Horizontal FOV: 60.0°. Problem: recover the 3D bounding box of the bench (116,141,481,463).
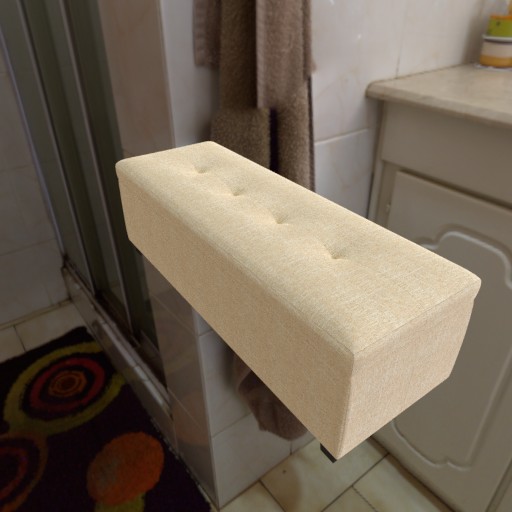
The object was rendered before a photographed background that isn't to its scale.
[{"bbox_3d":[0.000,0.000,1.423,0.432,0.406,1.219,-21,38,-29],"label":"bench"}]
